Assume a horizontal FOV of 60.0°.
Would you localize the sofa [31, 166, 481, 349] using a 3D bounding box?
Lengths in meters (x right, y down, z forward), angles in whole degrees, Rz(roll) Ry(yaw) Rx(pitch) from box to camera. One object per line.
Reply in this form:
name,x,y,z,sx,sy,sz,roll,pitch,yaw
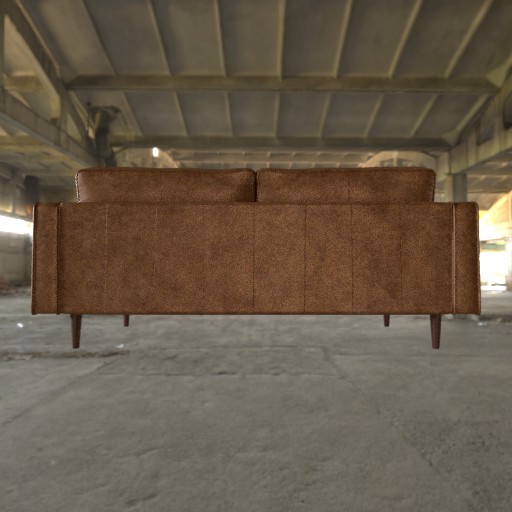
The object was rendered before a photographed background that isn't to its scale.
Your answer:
sofa,0.000,0.000,2.308,1.920,0.825,0.924,0,-2,0
